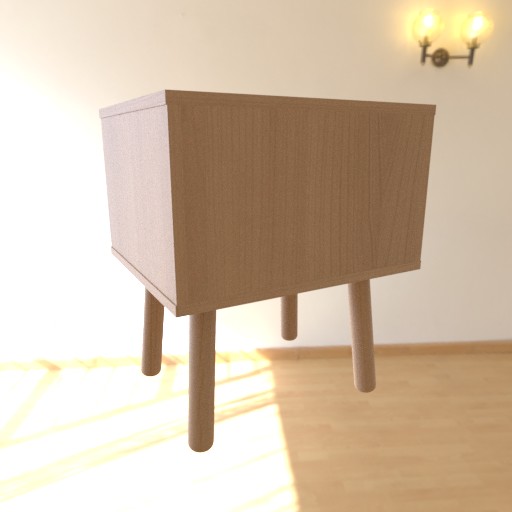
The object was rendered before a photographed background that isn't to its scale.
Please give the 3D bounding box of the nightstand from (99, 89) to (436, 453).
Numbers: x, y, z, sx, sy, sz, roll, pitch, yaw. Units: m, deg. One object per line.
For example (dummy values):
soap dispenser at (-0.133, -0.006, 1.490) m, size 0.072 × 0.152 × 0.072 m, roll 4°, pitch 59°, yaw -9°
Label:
nightstand at (0.000, 0.000, 0.831) m, size 0.450 × 0.530 × 0.380 m, roll -8°, pitch 17°, yaw -29°
